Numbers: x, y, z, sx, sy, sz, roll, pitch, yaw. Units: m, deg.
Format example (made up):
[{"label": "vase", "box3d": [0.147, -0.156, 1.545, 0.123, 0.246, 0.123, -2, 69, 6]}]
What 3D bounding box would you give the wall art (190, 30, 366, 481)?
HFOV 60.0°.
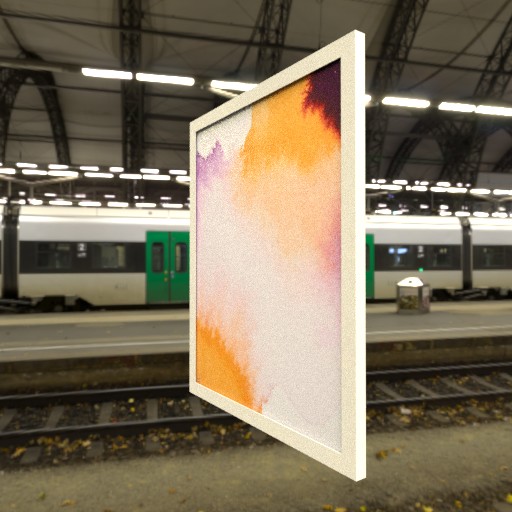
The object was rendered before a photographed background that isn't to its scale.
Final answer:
[{"label": "wall art", "box3d": [0.000, 0.000, 1.074, 0.026, 0.811, 0.661, 0, -1, -35]}]
